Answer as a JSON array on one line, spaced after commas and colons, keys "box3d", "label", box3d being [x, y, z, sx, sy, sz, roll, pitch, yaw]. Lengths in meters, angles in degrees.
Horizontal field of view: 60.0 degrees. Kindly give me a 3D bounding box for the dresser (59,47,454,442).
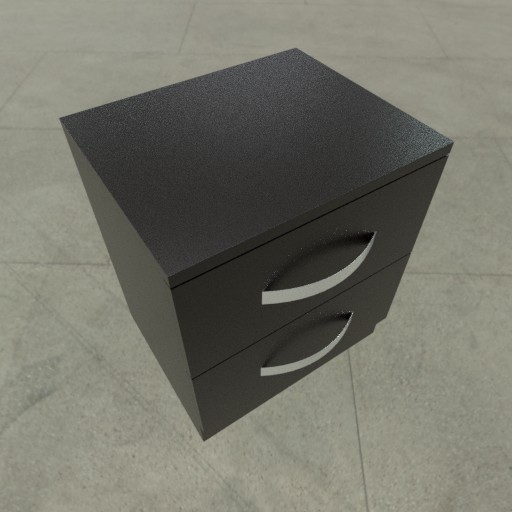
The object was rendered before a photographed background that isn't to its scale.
[{"box3d": [0.000, 0.000, 0.747, 0.400, 0.470, 0.360, -26, 53, -22], "label": "dresser"}]
